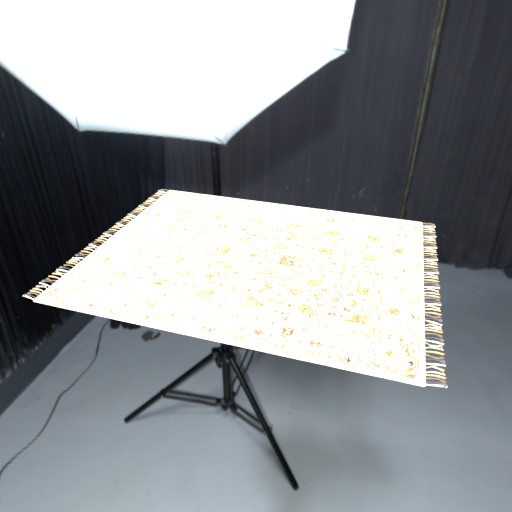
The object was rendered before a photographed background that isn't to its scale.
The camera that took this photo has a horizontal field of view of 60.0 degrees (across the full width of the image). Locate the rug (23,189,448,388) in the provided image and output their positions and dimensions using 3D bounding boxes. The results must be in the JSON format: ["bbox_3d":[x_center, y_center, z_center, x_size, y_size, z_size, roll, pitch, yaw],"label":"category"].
[{"bbox_3d":[0.000,0.000,2.203,1.726,0.009,1.278,9,32,15],"label":"rug"}]
